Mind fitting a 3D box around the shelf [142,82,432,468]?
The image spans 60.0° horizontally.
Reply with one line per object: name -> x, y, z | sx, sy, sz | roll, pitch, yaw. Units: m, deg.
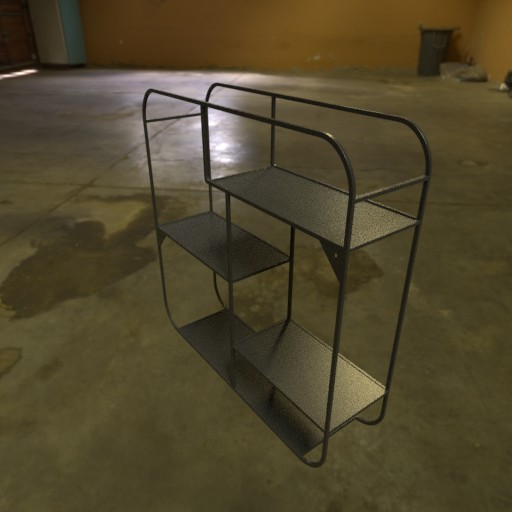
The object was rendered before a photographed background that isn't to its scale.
shelf -> 0.000, 0.000, 0.895 | 0.160, 0.600, 0.600 | -20, 34, -32
